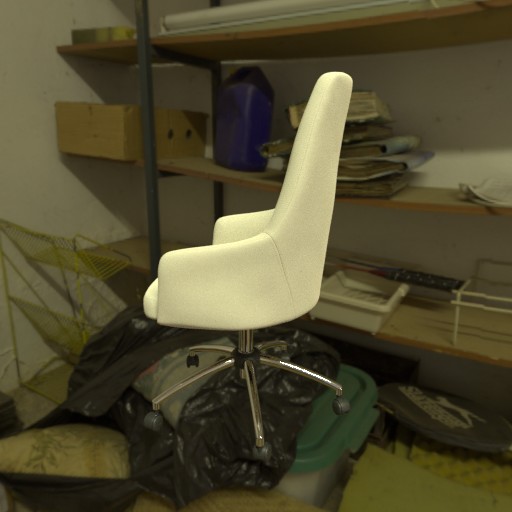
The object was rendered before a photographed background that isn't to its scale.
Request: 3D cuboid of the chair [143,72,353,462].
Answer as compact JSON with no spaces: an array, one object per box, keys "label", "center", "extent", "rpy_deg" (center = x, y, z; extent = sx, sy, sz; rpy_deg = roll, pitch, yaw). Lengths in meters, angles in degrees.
[{"label":"chair","center":[0.000,0.000,1.414],"extent":[0.640,1.049,0.620],"rpy_deg":[2,15,10]}]
